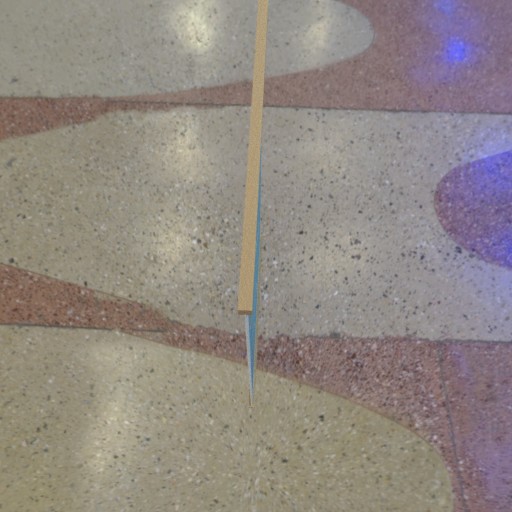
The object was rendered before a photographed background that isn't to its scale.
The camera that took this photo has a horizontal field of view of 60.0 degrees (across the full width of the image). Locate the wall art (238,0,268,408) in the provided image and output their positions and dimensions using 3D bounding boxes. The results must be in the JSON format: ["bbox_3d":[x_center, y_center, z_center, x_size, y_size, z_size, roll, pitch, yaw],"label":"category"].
[{"bbox_3d":[0.000,0.000,1.804,0.030,1.519,0.990,2,64,1],"label":"wall art"}]
